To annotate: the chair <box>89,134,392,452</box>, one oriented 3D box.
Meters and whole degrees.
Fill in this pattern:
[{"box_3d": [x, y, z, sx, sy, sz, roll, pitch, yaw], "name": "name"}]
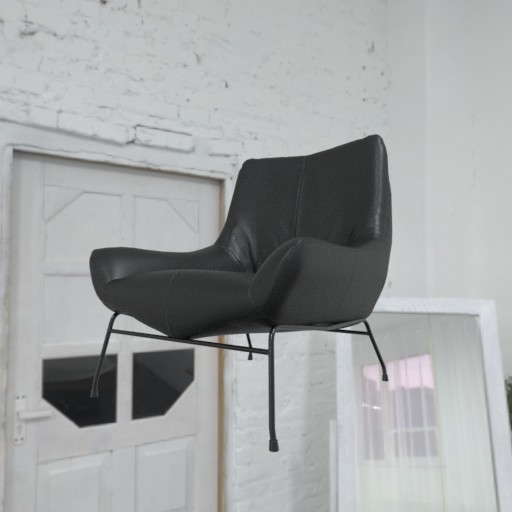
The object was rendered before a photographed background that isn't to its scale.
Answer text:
[{"box_3d": [0.000, 0.000, 1.562, 0.836, 0.922, 0.826, -1, -2, 37], "name": "chair"}]
